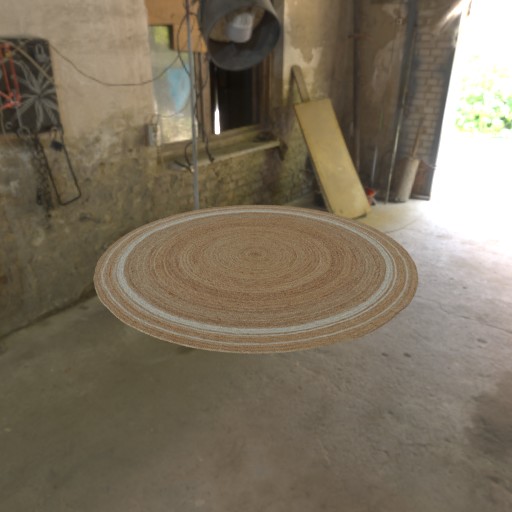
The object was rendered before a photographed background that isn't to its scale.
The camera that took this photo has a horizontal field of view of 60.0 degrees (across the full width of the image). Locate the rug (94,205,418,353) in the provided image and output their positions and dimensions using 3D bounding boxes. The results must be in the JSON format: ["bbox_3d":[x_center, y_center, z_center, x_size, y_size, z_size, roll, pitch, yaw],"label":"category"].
[{"bbox_3d":[0.000,0.000,3.518,2.444,0.015,2.444,0,26,0],"label":"rug"}]
